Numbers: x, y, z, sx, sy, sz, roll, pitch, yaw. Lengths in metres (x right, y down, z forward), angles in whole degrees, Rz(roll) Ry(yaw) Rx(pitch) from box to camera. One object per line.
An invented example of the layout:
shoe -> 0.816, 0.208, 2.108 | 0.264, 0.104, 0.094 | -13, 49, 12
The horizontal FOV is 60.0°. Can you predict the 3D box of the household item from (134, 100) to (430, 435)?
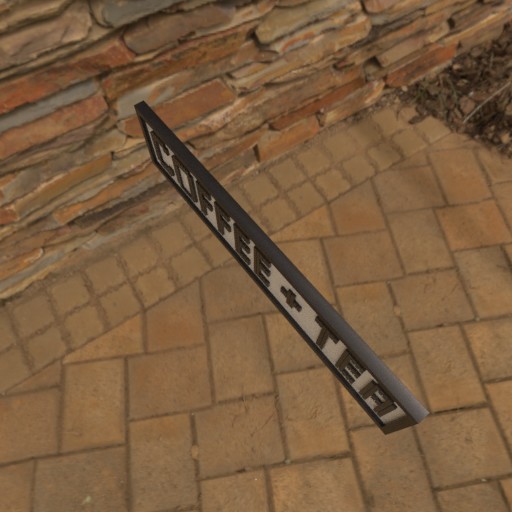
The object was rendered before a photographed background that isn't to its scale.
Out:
household item -> 0.000, 0.000, 1.097 | 0.030, 0.236, 1.001 | -35, 68, -16
